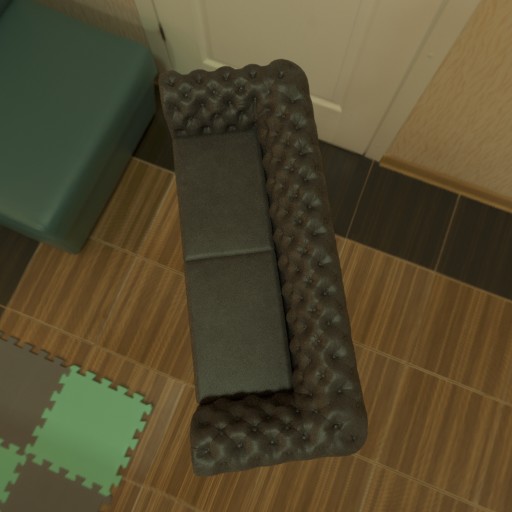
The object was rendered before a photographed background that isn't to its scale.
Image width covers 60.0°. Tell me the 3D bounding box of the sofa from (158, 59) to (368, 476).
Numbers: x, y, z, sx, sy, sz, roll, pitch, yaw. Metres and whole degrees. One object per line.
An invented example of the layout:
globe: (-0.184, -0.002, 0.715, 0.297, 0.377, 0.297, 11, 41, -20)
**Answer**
sofa: (0.000, 0.000, 2.829, 0.944, 0.783, 2.385, -7, 77, -2)
